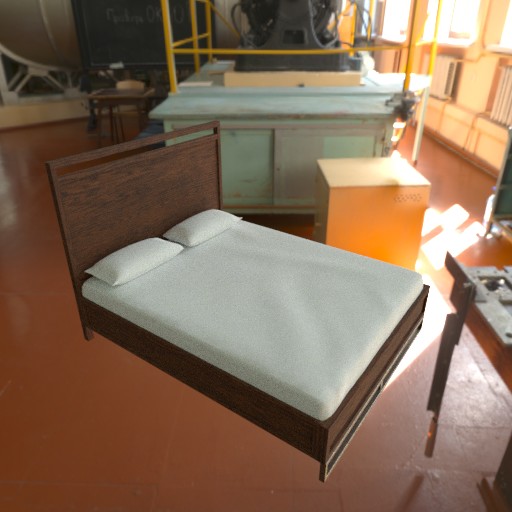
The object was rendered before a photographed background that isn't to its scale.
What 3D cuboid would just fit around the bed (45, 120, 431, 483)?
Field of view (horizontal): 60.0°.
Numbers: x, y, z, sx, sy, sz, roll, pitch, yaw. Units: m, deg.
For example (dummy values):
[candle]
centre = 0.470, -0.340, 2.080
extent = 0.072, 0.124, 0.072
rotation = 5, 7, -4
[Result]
[bed]
centre = 0.000, 0.000, 3.372
extent = 2.218, 1.487, 1.765
rotation = 19, 33, 31
